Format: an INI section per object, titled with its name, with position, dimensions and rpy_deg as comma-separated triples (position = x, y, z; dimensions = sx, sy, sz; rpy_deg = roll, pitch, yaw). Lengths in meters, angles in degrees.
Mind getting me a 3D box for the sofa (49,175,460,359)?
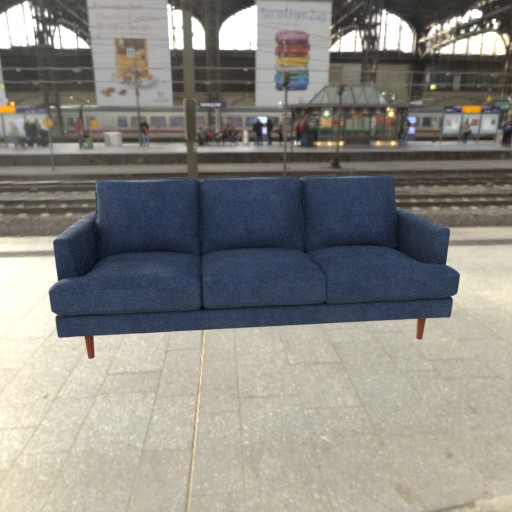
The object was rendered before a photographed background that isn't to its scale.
[sofa]
position = 0.000, 0.000, 2.781
dimensions = 2.246, 0.930, 0.903
rpy_deg = -2, 16, -7
